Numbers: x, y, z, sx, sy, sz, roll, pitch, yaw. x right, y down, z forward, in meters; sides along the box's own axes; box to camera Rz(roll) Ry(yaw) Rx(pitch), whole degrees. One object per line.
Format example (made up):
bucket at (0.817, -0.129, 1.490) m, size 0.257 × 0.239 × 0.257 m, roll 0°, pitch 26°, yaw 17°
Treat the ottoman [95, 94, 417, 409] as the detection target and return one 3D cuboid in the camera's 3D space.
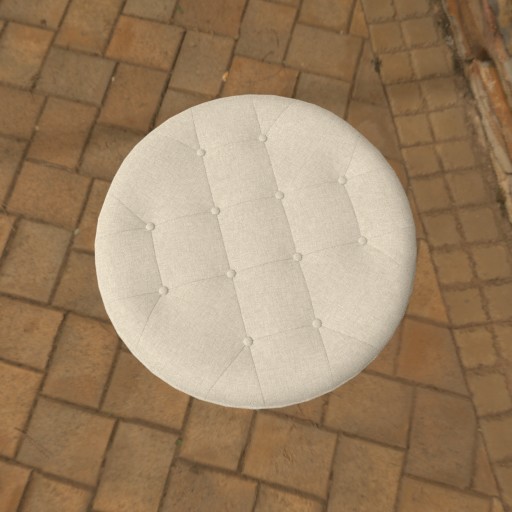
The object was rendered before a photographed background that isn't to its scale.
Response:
ottoman at (0.000, 0.000, 1.333) m, size 0.850 × 0.483 × 0.850 m, roll 0°, pitch 75°, yaw 0°
